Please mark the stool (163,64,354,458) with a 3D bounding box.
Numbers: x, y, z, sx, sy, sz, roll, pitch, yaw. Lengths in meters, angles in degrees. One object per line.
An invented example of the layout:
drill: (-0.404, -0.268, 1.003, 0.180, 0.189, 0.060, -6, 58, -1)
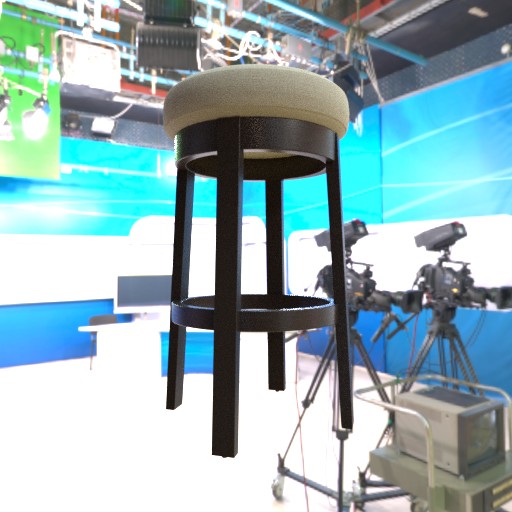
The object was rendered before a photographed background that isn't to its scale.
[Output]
stool: (0.000, 0.000, 1.039, 0.446, 0.758, 0.446, 0, 0, 0)
